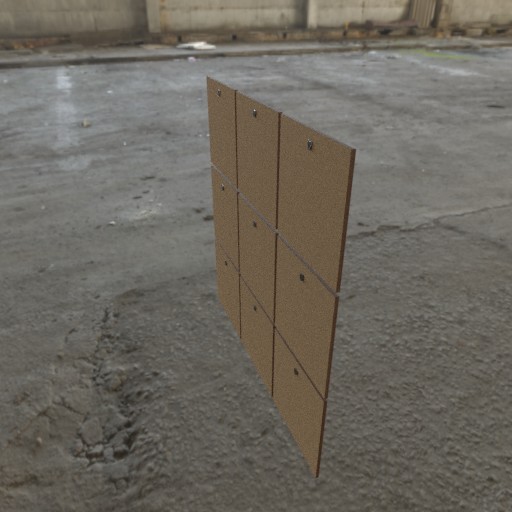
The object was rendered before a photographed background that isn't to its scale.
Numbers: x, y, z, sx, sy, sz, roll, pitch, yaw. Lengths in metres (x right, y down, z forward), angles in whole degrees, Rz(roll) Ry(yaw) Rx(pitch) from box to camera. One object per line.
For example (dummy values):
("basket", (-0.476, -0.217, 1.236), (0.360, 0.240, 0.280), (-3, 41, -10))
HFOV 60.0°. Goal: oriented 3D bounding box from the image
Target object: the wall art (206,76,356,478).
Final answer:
("wall art", (0.000, 0.000, 1.808), (0.019, 1.218, 1.221), (-11, 32, -18))
